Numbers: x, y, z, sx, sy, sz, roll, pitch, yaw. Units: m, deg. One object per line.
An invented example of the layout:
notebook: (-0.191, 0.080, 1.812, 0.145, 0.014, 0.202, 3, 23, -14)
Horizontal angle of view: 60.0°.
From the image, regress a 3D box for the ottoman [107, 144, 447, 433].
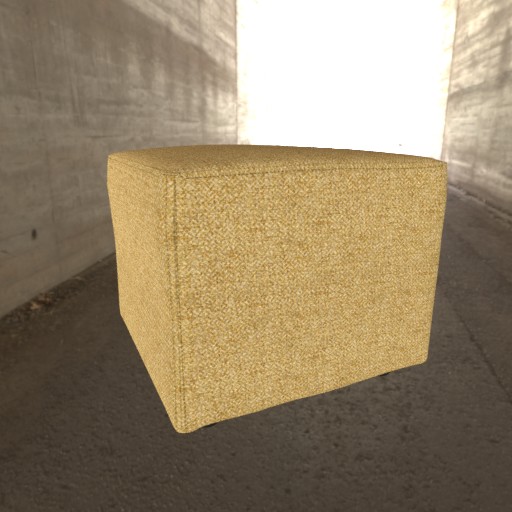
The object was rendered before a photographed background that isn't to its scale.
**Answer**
ottoman: (0.000, 0.000, 0.913, 0.505, 0.441, 0.512, -7, 17, -25)
